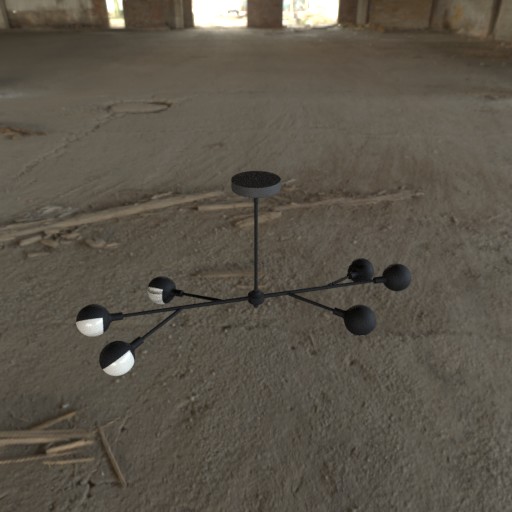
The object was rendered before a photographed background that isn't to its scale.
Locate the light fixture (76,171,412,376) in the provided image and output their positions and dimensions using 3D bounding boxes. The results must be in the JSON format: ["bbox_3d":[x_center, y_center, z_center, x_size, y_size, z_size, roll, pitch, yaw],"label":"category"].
[{"bbox_3d":[0.000,0.000,0.993,0.778,0.362,0.434,1,30,2],"label":"light fixture"}]
